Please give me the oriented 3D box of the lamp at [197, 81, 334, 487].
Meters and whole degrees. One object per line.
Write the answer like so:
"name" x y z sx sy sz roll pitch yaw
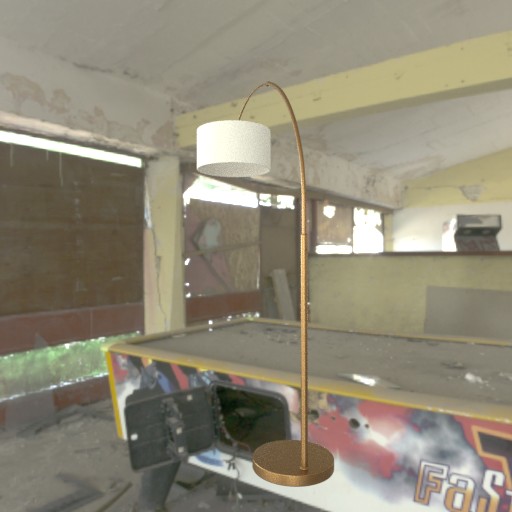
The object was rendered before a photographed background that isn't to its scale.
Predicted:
"lamp" 0.000 0.000 2.533 0.493 1.927 1.434 0 -1 -18
